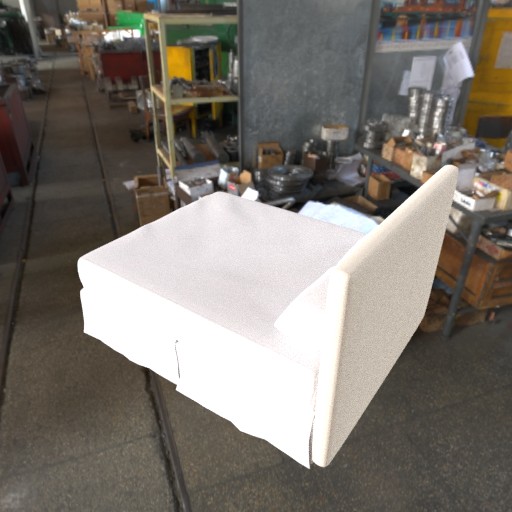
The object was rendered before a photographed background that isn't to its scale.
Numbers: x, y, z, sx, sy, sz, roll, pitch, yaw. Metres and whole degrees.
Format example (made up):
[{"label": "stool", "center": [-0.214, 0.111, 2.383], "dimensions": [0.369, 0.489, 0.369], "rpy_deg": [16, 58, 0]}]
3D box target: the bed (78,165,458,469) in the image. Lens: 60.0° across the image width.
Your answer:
[{"label": "bed", "center": [0.000, 0.000, 3.187], "dimensions": [2.142, 1.330, 1.713], "rpy_deg": [20, 36, 30]}]
